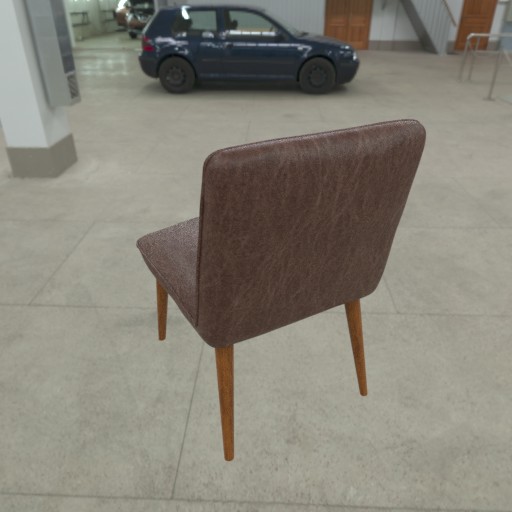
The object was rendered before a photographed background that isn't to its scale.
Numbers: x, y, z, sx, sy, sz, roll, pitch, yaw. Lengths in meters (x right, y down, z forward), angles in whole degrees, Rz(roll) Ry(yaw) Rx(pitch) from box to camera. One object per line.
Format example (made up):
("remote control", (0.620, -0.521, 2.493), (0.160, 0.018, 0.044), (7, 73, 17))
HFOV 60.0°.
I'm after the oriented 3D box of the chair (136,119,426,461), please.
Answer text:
("chair", (0.000, 0.000, 1.213), (0.543, 0.803, 0.645), (-18, 35, -28))
